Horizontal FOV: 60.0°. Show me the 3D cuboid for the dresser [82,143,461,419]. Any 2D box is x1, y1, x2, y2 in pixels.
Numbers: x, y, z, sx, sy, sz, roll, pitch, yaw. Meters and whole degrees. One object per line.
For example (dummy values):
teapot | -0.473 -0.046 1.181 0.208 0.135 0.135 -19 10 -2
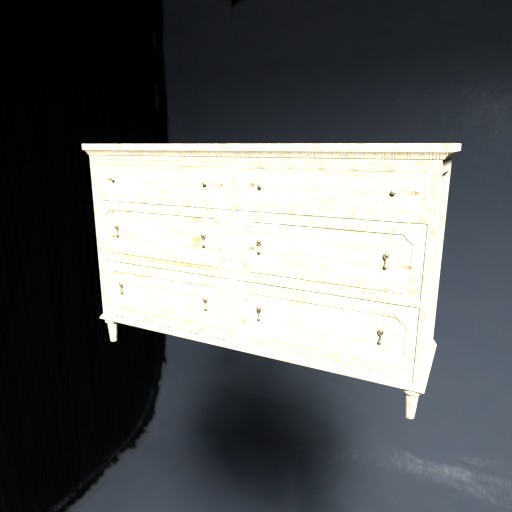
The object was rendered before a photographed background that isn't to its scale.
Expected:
dresser | 0.000 0.000 2.070 1.626 1.016 0.457 7 16 26
